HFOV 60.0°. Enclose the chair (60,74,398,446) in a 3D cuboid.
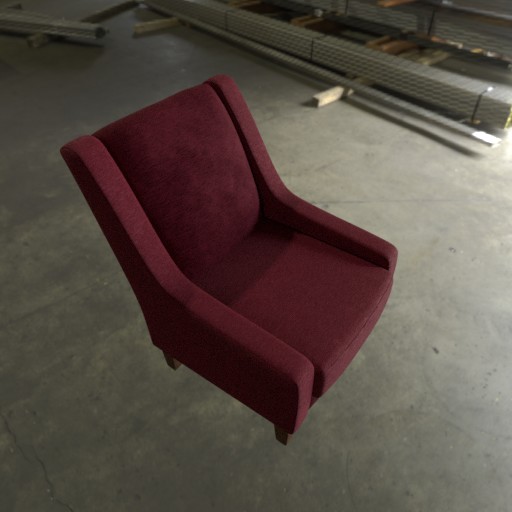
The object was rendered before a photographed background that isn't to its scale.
[{"bbox_3d":[0.000,0.000,1.733,0.985,1.017,0.793,25,47,26],"label":"chair"}]
